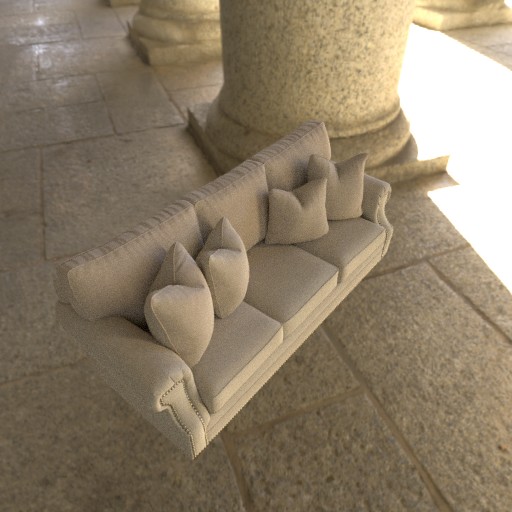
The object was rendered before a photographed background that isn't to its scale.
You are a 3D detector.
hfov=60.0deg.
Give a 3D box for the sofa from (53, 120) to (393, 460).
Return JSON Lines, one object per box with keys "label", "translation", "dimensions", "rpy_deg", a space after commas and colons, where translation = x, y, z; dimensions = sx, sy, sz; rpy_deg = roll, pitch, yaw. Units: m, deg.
{"label": "sofa", "translation": [0.000, 0.000, 2.847], "dimensions": [0.965, 0.975, 2.312], "rpy_deg": [28, 48, 29]}
